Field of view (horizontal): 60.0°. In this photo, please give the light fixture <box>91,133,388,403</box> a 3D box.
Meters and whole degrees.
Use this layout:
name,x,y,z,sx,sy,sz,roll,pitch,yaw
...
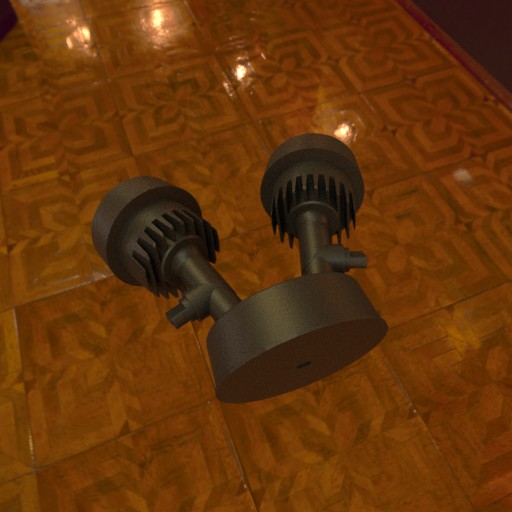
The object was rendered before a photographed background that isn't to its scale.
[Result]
name,x,y,z,sx,sy,sz,roll,pitch,yaw
light fixture,0.000,0.000,0.308,0.213,0.120,0.168,-17,60,-10
